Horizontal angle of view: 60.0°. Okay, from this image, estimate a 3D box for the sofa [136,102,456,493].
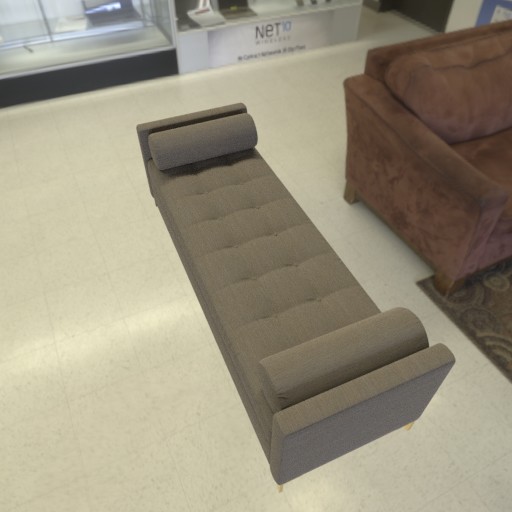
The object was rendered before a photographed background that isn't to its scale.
[{"bbox_3d":[0.000,0.000,2.288,0.686,0.635,1.981,-18,50,-16],"label":"sofa"}]
